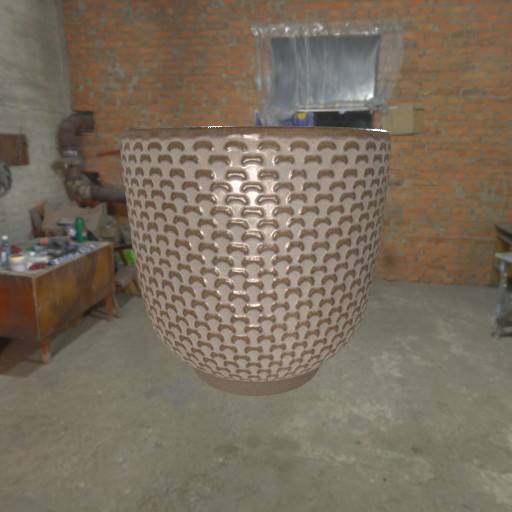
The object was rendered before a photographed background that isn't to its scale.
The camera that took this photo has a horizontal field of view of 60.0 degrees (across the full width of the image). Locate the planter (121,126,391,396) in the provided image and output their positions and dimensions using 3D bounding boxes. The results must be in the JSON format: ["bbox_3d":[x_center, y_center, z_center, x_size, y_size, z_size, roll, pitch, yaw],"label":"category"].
[{"bbox_3d":[0.000,0.000,0.355,0.197,0.191,0.197,0,13,0],"label":"planter"}]
